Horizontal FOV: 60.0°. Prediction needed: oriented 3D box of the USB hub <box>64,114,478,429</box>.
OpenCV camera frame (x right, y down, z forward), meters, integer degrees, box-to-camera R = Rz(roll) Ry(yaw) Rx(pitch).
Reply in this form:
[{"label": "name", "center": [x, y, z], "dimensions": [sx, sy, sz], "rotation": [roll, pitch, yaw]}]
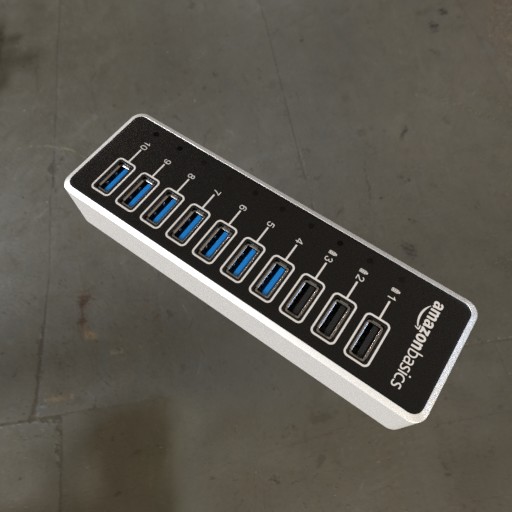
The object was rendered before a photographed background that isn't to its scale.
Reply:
[{"label": "USB hub", "center": [0.000, 0.000, 0.161], "dimensions": [0.145, 0.023, 0.044], "rotation": [32, 68, 15]}]
